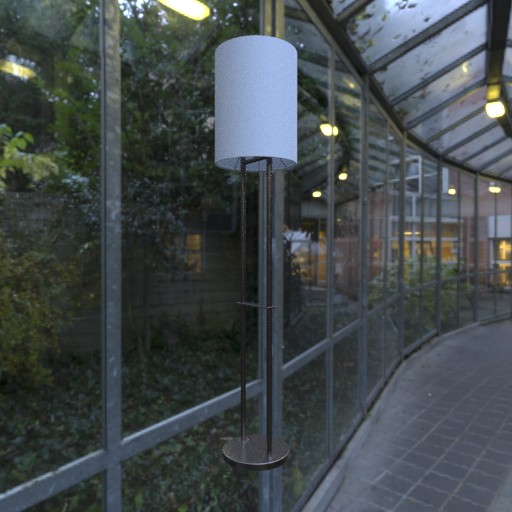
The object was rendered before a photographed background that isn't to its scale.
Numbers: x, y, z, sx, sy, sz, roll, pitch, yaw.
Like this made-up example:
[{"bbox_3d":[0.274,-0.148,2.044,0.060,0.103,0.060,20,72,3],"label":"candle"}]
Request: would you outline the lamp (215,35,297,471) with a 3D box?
[{"bbox_3d":[0.000,0.000,1.663,0.305,1.500,0.306,0,1,-36],"label":"lamp"}]
